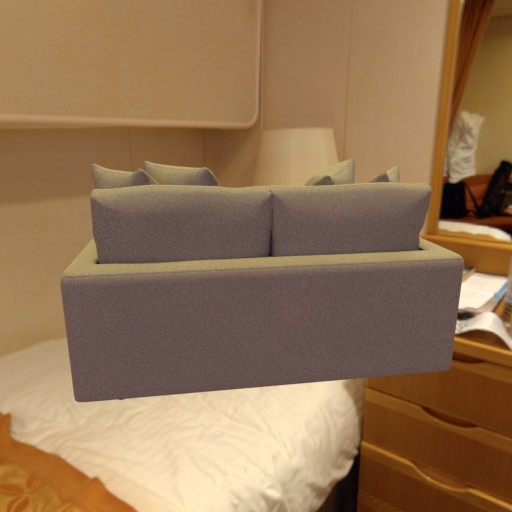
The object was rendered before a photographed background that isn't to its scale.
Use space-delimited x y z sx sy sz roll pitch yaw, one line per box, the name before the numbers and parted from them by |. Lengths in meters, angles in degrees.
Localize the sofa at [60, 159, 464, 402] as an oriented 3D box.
sofa | 0.000 0.000 2.584 1.869 1.080 1.228 -2 15 -9
